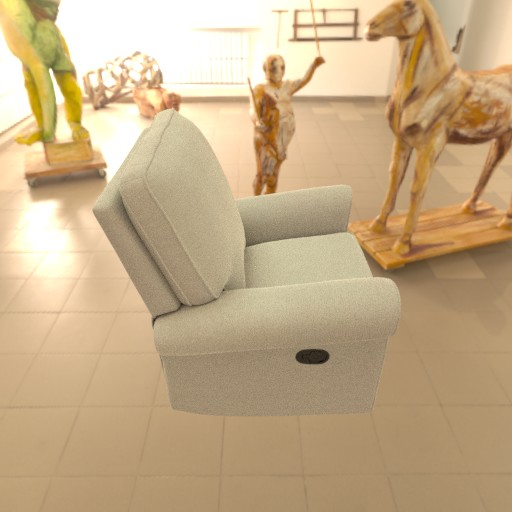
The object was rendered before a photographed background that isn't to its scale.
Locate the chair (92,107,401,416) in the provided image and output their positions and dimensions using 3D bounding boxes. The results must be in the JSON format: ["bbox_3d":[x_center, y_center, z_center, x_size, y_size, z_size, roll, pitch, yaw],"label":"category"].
[{"bbox_3d":[0.000,0.000,1.672,0.878,0.960,0.890,0,33,-1],"label":"chair"}]
